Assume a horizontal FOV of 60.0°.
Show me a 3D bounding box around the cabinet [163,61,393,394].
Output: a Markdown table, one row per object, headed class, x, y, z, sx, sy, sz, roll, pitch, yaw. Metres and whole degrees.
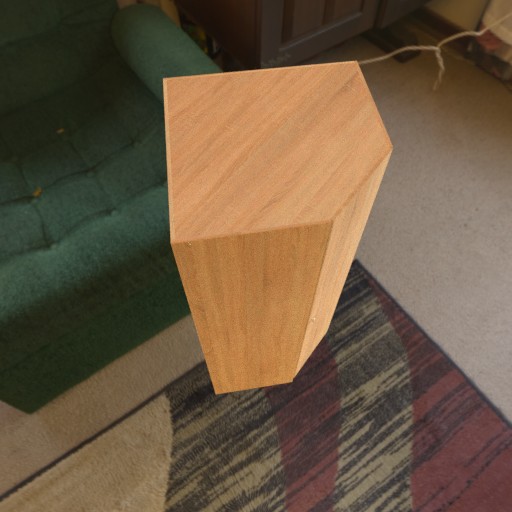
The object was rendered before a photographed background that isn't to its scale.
| class | x | y | z | sx | sy | sz | roll | pitch | yaw |
| --- | --- | --- | --- | --- | --- | --- | --- | --- | --- |
| cabinet | 0.000 | 0.000 | 2.814 | 1.094 | 2.120 | 1.327 | 33 | 64 | 18 |
